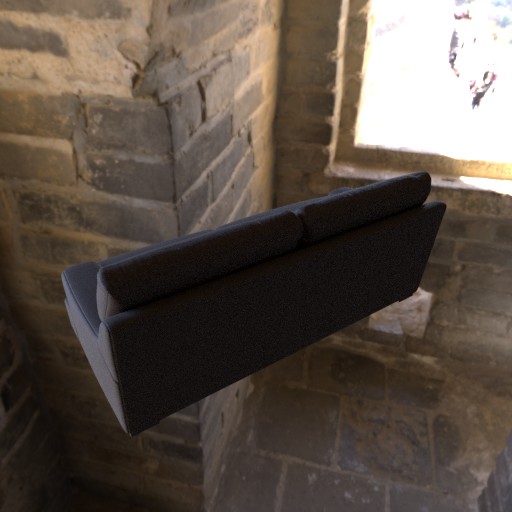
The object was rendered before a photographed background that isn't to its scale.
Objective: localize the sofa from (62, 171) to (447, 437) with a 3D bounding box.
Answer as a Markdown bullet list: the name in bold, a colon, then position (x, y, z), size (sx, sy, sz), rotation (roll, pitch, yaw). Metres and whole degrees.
- **sofa**: position (0.000, 0.000, 2.838), size (2.271, 0.950, 1.140), rotation (-19, 36, -29)
